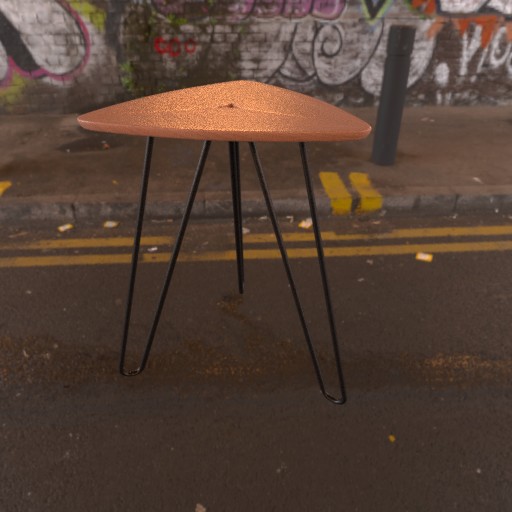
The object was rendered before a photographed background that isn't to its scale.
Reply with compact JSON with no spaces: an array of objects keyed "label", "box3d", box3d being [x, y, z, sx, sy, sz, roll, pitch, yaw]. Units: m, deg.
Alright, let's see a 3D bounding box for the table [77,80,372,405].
[{"label":"table","box3d":[0.000,0.000,0.877,0.455,0.564,0.442,21,37,31]}]
